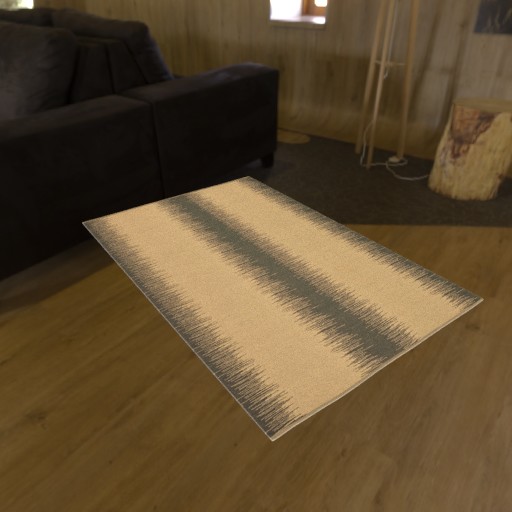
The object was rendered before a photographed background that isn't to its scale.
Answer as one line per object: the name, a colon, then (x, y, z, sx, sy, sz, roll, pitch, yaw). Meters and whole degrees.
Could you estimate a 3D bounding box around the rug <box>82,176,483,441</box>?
rug: (0.000, 0.000, 2.345, 1.234, 0.006, 1.854, -21, 38, -30)
